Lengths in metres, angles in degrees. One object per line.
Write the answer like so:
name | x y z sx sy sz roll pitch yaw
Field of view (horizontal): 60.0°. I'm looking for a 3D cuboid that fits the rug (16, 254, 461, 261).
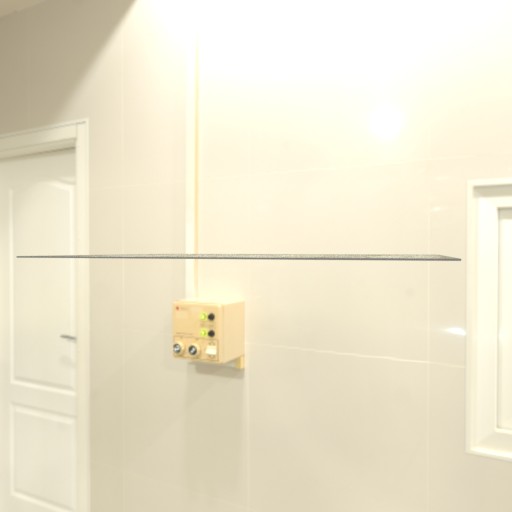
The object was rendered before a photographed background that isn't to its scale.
rug | 0.000 0.000 4.173 3.307 0.013 2.393 0 1 20
